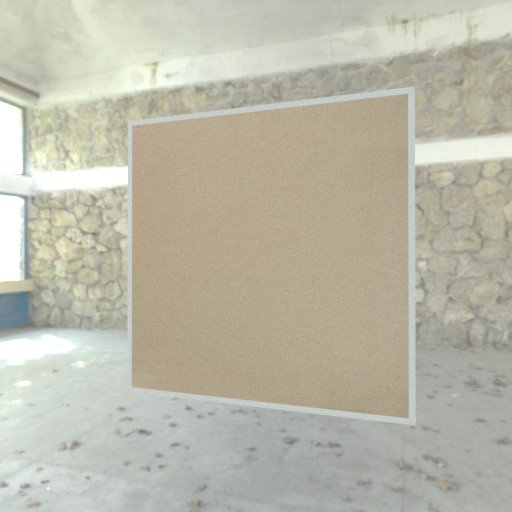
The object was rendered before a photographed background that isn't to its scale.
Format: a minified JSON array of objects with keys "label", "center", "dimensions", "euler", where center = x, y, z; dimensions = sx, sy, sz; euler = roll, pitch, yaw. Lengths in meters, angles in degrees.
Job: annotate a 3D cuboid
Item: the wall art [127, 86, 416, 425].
[{"label":"wall art","center":[0.000,0.000,1.197],"dimensions":[0.809,0.809,0.012],"euler":[0,0,19]}]
